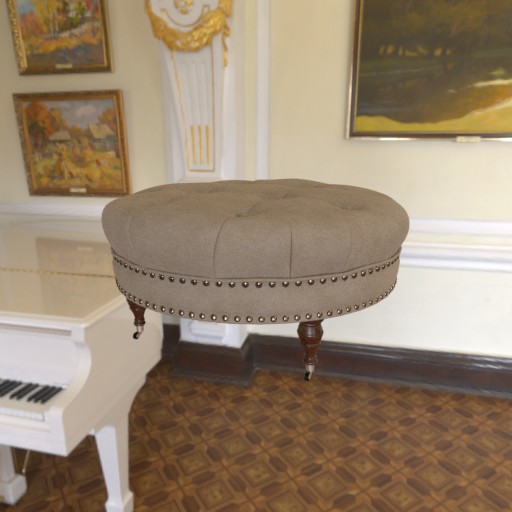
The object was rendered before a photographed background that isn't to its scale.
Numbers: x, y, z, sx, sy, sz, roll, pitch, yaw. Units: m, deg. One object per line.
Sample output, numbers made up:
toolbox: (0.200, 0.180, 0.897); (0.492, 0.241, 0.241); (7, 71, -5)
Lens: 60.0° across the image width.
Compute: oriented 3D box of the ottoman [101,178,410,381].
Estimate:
ottoman: (0.000, 0.000, 1.386); (0.901, 0.439, 0.901); (0, 15, 0)
